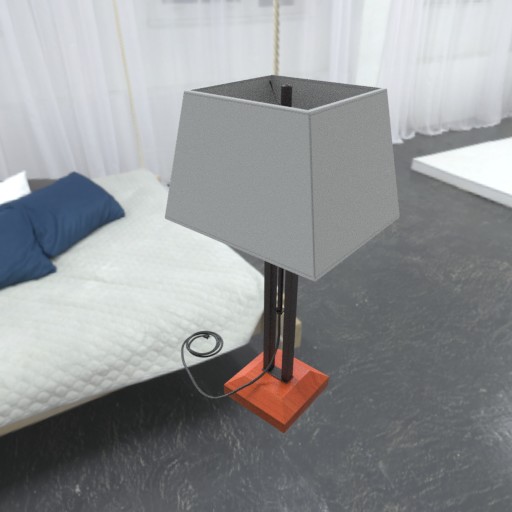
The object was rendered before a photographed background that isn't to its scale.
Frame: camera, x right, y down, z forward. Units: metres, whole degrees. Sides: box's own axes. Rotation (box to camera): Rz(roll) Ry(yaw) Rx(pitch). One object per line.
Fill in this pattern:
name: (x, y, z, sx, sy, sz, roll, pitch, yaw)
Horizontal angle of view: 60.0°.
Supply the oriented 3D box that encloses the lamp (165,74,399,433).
lamp: (0.000, 0.000, 0.985, 0.498, 0.737, 0.310, 23, 37, 34)
